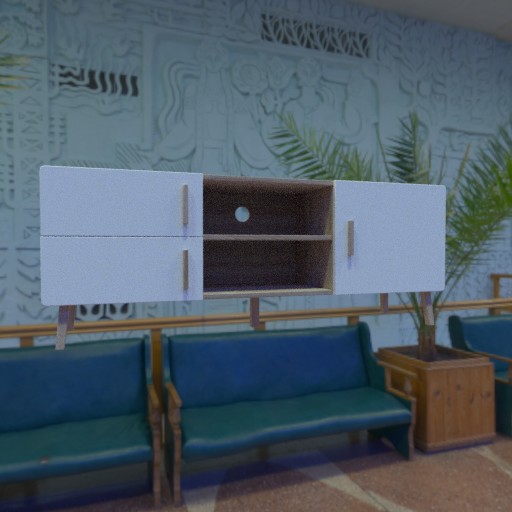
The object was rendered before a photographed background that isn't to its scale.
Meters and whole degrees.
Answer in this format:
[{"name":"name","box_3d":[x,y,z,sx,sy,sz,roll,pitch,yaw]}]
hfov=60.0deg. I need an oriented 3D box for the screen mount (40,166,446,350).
[{"name":"screen mount","box_3d":[0.000,0.000,1.760,1.500,0.570,0.420,0,1,-18]}]
